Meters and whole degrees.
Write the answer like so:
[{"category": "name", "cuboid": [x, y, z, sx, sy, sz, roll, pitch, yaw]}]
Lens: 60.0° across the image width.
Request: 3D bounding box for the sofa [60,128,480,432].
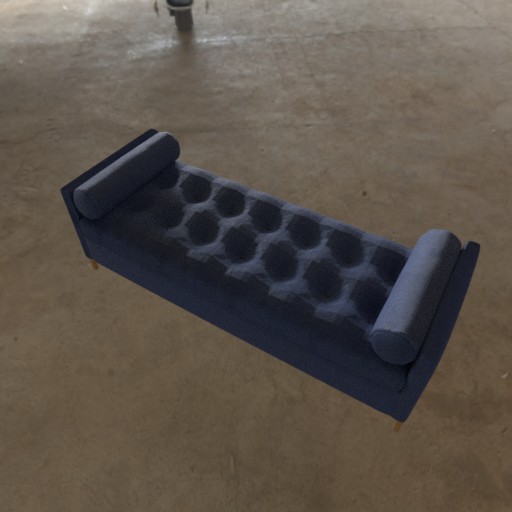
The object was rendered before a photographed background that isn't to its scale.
[{"category": "sofa", "cuboid": [0.000, 0.000, 2.489, 2.102, 0.705, 0.796, 24, 50, 21]}]
